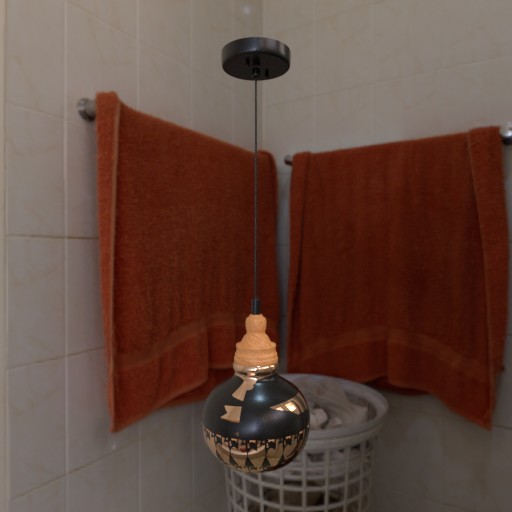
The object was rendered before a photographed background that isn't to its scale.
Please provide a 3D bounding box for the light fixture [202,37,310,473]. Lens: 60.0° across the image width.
[{"bbox_3d":[0.000,0.000,1.766,0.430,1.606,0.430,0,0,35],"label":"light fixture"}]
